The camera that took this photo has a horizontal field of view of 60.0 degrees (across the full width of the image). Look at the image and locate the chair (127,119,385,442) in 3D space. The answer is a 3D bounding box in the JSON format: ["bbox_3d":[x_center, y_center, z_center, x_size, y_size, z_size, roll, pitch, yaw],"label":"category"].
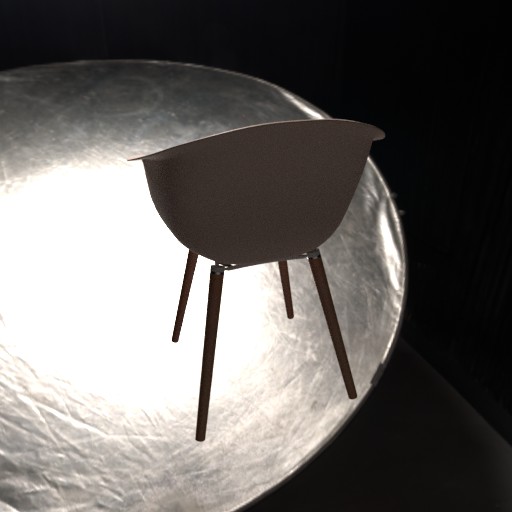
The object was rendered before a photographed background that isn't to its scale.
[{"bbox_3d":[0.000,0.000,1.174,0.593,0.781,0.504,-9,28,-17],"label":"chair"}]
